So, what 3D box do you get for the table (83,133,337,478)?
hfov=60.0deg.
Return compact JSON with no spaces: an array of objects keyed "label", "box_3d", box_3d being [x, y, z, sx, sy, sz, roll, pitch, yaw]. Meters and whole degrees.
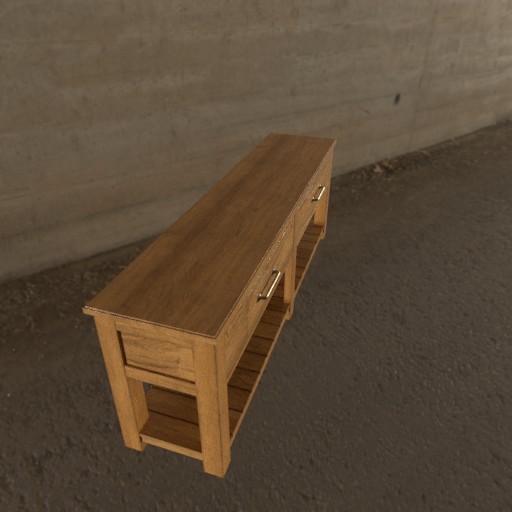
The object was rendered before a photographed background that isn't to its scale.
[{"label":"table","box_3d":[0.000,0.000,2.091,0.425,0.635,1.815,10,33,16]}]
